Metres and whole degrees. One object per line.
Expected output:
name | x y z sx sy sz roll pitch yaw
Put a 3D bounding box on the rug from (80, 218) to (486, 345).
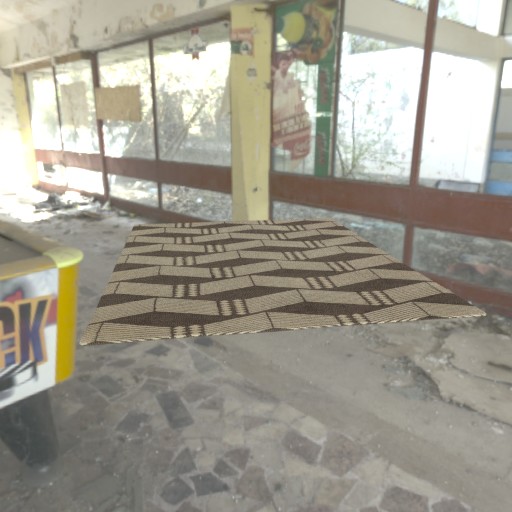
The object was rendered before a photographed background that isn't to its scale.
rug | 0.000 0.000 4.016 2.438 0.016 3.048 -3 17 -9
